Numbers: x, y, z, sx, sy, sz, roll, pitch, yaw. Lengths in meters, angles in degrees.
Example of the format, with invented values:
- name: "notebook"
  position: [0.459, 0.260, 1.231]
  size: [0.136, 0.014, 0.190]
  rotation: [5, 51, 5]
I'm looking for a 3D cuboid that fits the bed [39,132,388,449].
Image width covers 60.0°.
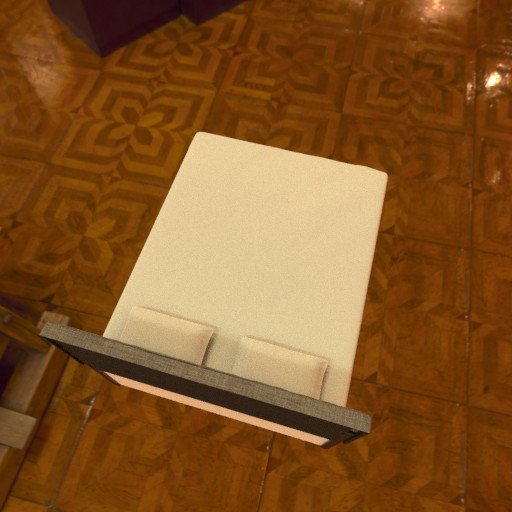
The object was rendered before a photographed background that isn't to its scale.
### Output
- name: "bed"
  position: [0.000, 0.000, 2.945]
  size: [1.621, 1.168, 1.958]
  rotation: [14, 63, 7]
